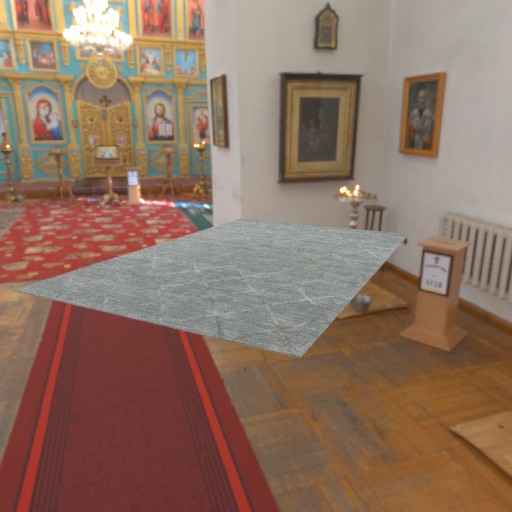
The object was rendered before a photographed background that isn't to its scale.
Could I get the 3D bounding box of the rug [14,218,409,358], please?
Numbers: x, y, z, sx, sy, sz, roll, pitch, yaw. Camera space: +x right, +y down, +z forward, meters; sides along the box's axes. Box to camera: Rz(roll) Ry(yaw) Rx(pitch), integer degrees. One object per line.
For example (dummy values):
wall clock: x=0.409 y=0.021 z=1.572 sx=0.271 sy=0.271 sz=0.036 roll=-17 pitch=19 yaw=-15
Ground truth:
rug: x=0.000 y=0.000 z=2.835 sx=1.521 sy=0.006 sz=2.283 roll=8 pitch=17 yaw=26
